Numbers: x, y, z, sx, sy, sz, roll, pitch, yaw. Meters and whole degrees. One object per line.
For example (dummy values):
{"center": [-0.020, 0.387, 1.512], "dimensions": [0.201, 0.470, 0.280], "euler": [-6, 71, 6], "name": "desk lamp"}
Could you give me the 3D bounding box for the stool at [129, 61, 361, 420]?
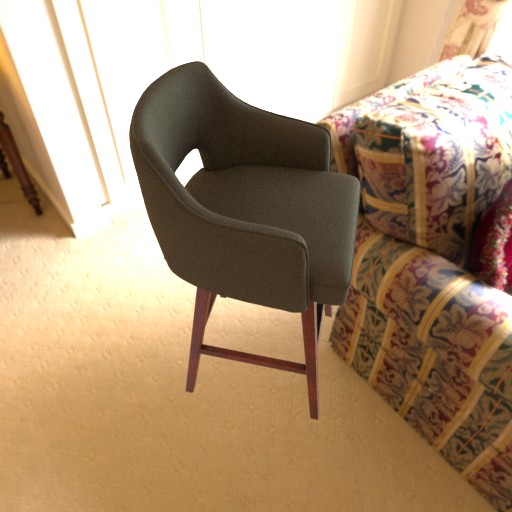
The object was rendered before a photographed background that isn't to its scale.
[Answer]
{"center": [0.000, 0.000, 1.362], "dimensions": [0.558, 1.012, 0.548], "euler": [9, 46, 9], "name": "stool"}
